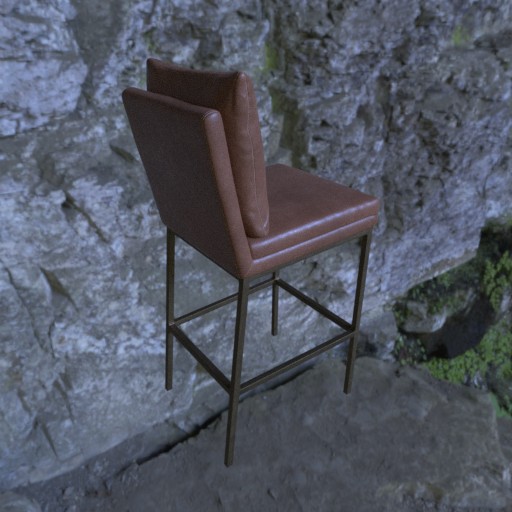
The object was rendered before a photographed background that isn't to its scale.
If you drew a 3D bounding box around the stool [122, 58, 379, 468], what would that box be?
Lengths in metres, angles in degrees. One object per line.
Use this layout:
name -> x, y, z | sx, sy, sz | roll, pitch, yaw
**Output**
stool -> 0.000, 0.000, 1.384 | 0.571, 1.124, 0.463 | -20, 34, -32
